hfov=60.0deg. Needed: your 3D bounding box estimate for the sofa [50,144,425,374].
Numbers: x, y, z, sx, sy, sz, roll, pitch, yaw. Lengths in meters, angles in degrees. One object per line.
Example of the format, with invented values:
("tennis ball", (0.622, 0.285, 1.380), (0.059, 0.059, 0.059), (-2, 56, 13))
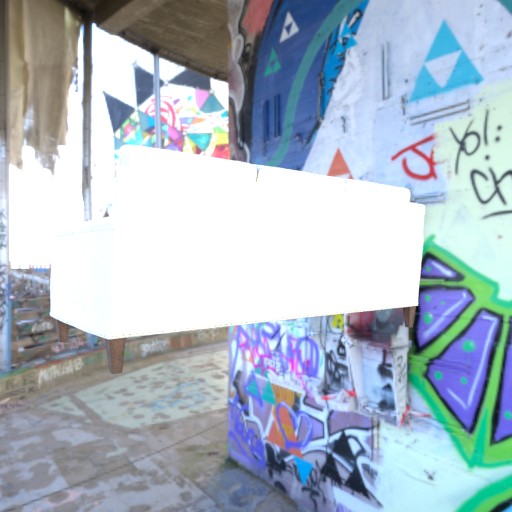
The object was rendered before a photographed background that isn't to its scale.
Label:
("sofa", (0.000, 0.000, 2.844), (2.246, 1.003, 1.084), (0, 0, -37))
